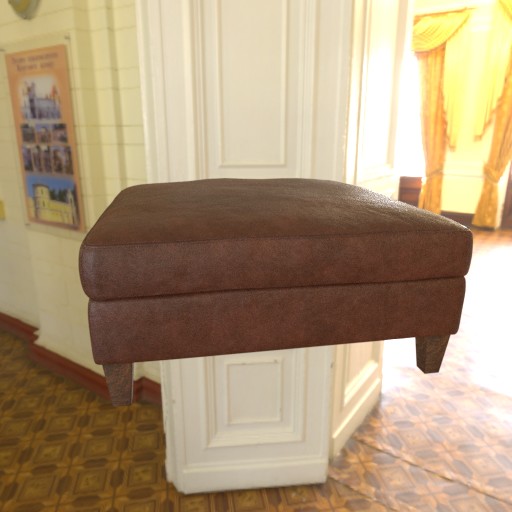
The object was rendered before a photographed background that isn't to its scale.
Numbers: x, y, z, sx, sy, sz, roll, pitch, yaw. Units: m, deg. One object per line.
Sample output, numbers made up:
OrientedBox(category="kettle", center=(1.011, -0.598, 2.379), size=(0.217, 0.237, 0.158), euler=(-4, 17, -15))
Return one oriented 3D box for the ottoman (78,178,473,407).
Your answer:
OrientedBox(category="ottoman", center=(0.000, 0.000, 1.300), size=(0.844, 0.415, 0.836), euler=(-3, 17, -10))
